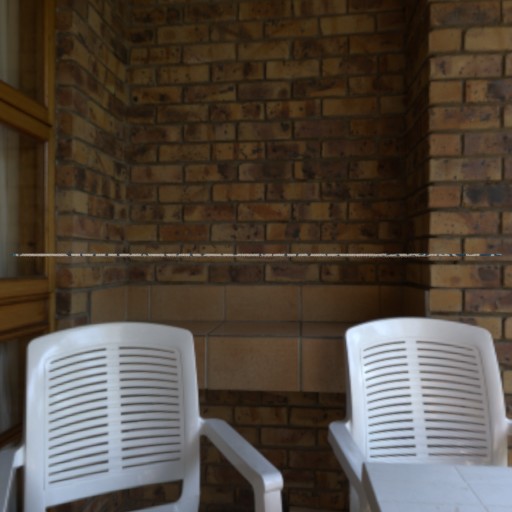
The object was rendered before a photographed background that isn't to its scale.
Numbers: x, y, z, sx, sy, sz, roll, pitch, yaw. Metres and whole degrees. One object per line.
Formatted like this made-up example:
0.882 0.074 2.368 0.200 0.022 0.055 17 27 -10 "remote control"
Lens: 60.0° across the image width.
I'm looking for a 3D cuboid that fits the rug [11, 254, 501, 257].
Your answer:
0.000 0.000 2.258 1.828 0.007 1.220 0 0 0 "rug"
